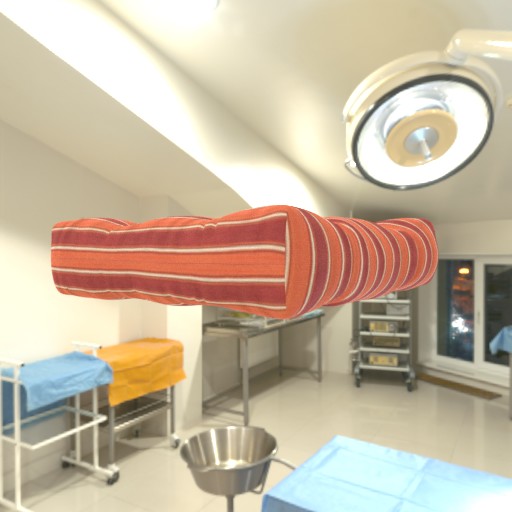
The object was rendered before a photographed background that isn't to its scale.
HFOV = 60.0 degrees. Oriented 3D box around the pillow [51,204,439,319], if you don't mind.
[{"bbox_3d":[0.000,0.000,0.734,0.468,0.133,0.490,0,1,37],"label":"pillow"}]
